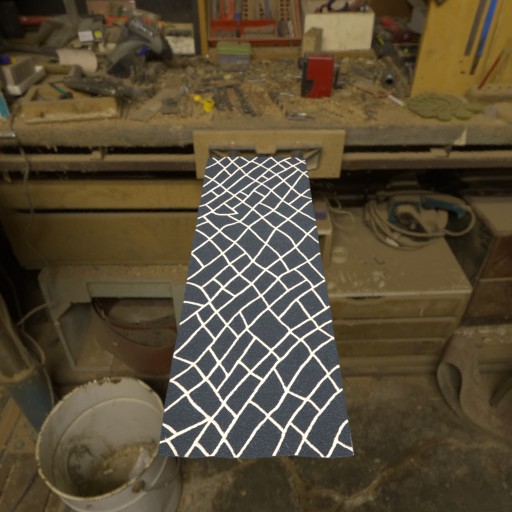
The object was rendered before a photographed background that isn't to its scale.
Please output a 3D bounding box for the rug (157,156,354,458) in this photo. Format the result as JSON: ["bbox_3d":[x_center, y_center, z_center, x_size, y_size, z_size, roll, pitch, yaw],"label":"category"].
[{"bbox_3d":[0.000,0.000,2.714,0.807,0.010,2.476,0,41,0],"label":"rug"}]
